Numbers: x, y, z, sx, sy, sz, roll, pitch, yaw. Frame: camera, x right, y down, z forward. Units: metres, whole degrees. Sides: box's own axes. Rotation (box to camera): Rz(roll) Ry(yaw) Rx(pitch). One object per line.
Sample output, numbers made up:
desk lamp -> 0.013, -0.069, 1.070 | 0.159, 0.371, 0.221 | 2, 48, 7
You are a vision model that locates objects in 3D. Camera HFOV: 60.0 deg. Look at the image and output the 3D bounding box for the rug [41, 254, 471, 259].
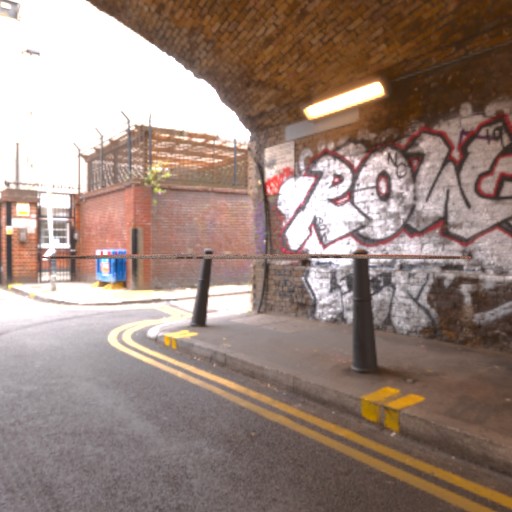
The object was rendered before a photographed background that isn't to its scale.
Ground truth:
rug -> 0.000, 0.000, 3.104 | 2.446, 0.017, 1.530 | 0, 1, 0
